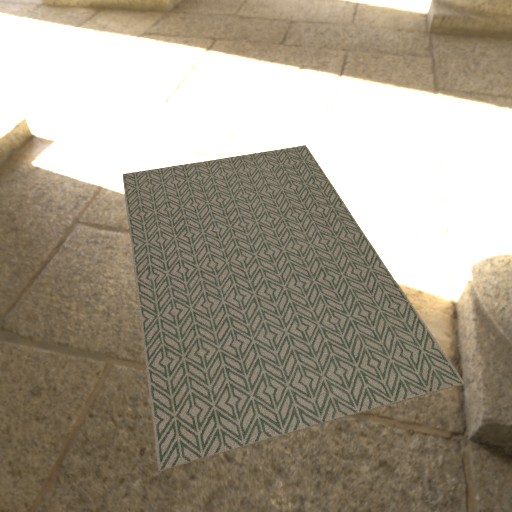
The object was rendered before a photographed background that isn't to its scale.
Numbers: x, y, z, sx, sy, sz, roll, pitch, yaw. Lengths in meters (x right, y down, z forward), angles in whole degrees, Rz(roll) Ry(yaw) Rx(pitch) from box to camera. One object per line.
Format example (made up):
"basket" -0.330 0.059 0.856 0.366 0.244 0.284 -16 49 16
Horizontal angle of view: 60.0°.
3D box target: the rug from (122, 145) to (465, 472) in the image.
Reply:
"rug" 0.000 0.000 2.268 1.220 0.007 1.828 -11 47 -11
